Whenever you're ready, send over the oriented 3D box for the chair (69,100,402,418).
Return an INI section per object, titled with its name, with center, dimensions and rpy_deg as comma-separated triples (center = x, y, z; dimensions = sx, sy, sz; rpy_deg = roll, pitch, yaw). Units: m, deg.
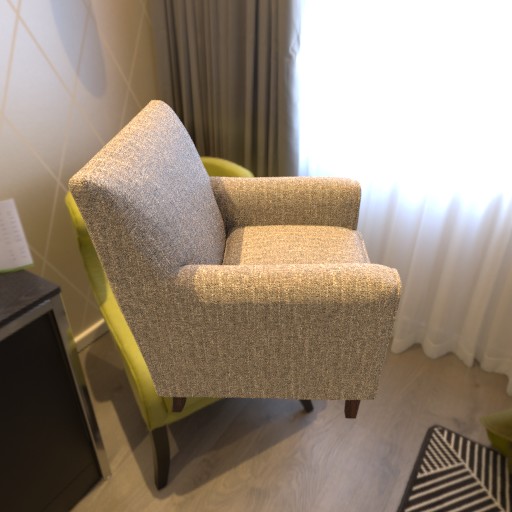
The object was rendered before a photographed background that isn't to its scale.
[chair]
center = 0.000, 0.000, 1.638
dimensions = 0.873, 0.928, 0.864
rpy_deg = 1, 32, 2
